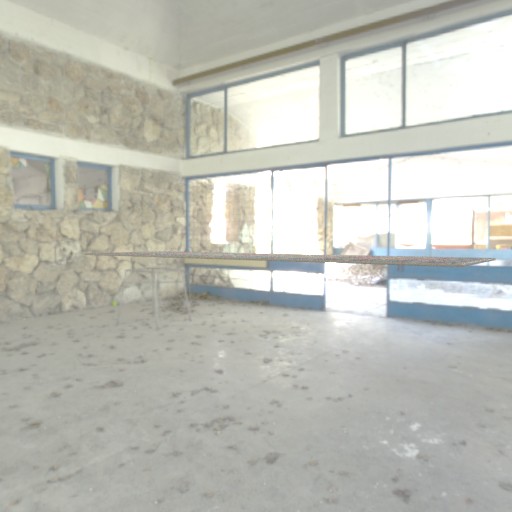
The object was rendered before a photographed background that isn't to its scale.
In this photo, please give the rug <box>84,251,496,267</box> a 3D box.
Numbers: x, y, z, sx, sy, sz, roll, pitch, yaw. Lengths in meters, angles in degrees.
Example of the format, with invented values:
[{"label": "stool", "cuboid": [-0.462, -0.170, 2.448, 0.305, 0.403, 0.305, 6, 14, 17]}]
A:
[{"label": "rug", "cuboid": [0.000, 0.000, 1.980, 1.827, 0.012, 0.553, 1, 2, 37]}]
